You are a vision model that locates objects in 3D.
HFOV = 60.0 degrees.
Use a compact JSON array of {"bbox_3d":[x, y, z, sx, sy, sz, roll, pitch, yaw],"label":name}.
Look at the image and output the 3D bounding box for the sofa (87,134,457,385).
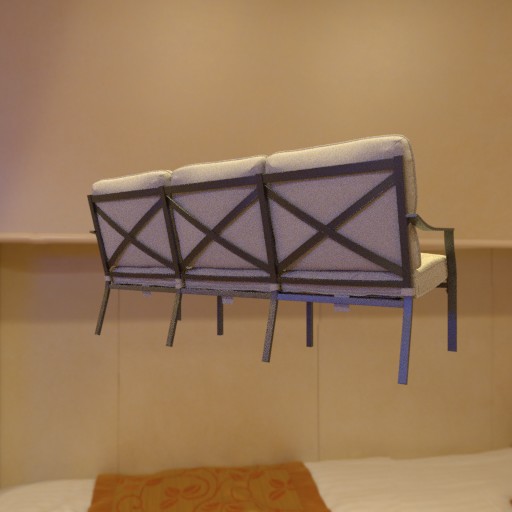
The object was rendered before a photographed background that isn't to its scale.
[{"bbox_3d":[0.000,0.000,2.214,1.740,0.860,0.787,0,0,34],"label":"sofa"}]
